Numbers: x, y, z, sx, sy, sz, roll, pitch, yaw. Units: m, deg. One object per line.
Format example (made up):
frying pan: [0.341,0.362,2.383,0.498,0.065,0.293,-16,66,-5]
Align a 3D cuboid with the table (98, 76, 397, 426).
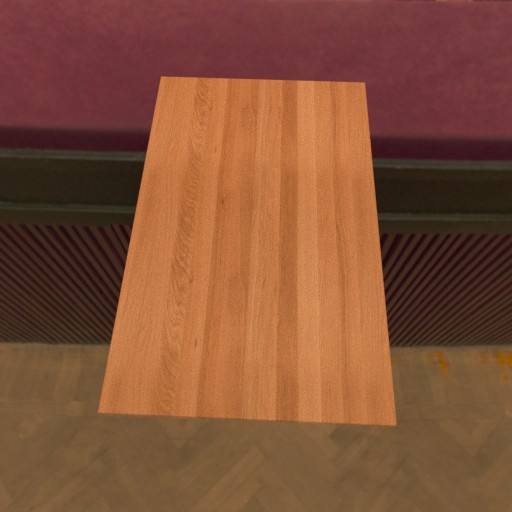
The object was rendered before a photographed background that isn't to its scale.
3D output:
table: [0.000,0.000,1.507,0.700,0.510,1.100,2,64,1]
